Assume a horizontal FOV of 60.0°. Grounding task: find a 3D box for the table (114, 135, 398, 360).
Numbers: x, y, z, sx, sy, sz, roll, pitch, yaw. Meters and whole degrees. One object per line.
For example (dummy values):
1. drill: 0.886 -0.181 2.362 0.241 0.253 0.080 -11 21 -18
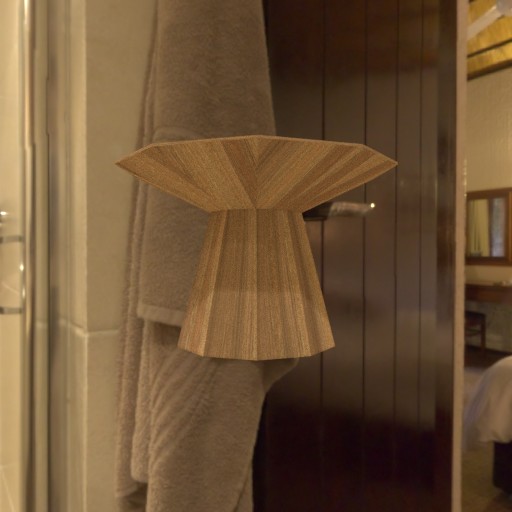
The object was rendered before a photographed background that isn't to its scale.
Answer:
1. table: 0.000 0.000 1.951 1.186 0.752 1.186 0 1 0
